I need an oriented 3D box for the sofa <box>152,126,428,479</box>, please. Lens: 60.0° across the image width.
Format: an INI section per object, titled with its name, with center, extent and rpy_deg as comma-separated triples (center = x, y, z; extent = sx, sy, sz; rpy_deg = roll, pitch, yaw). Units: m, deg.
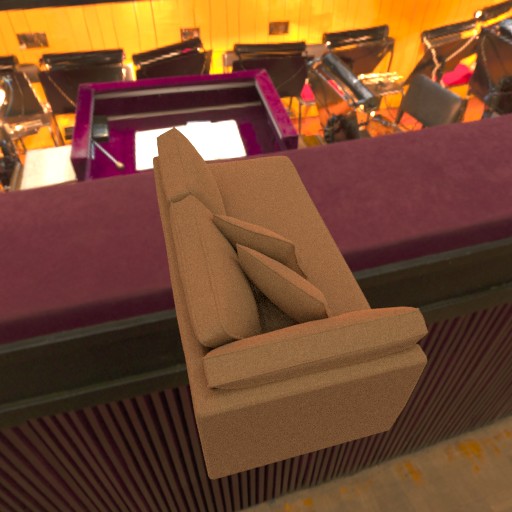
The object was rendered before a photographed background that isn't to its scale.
[sofa]
center = 0.000, 0.000, 2.857
extent = 1.110, 1.033, 2.237
rpy_deg = -10, 46, -10
